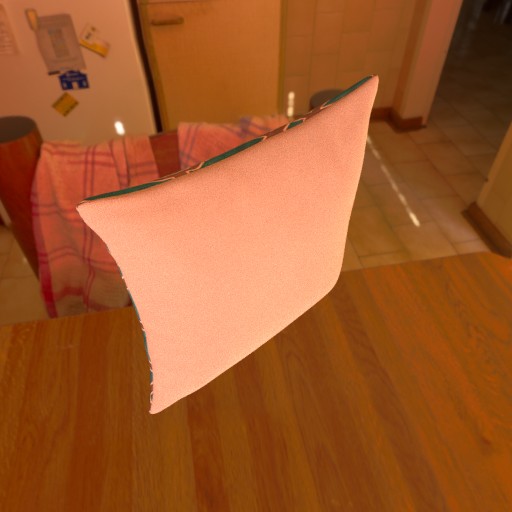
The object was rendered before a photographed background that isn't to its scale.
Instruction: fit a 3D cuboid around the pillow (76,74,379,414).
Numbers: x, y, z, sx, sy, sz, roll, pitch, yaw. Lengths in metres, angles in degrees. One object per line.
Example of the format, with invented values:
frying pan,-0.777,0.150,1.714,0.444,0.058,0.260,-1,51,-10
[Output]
pillow,0.000,0.000,0.782,0.526,0.507,0.166,-32,53,-28
